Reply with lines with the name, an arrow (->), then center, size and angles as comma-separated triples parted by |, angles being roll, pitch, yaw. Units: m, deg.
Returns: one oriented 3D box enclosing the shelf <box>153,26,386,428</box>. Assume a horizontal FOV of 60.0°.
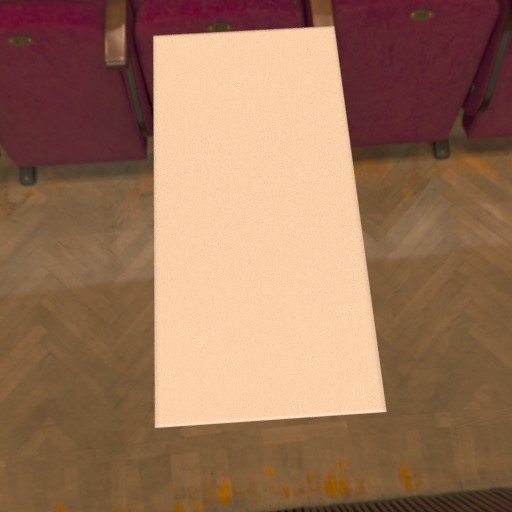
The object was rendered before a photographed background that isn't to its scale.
shelf -> 0.000, 0.000, 1.229 | 0.390, 0.786, 0.790 | -4, 75, -1
